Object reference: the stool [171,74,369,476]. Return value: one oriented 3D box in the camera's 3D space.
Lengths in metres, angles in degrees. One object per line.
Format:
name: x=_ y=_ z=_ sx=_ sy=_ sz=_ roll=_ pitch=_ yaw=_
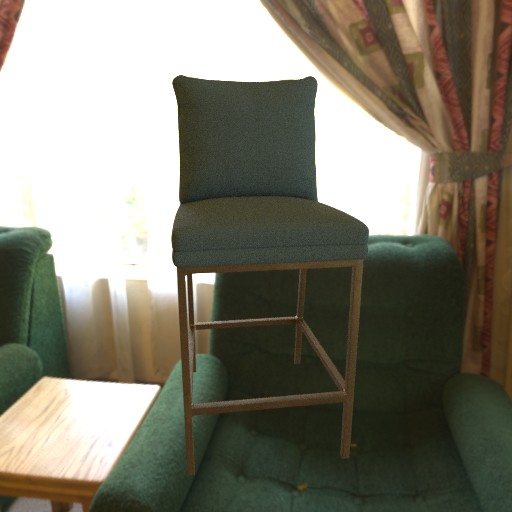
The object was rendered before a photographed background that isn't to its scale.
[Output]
stool: x=0.000 y=0.000 z=1.307 sx=0.463 sy=1.032 sz=0.568 roll=-2 pitch=17 yaw=-8
